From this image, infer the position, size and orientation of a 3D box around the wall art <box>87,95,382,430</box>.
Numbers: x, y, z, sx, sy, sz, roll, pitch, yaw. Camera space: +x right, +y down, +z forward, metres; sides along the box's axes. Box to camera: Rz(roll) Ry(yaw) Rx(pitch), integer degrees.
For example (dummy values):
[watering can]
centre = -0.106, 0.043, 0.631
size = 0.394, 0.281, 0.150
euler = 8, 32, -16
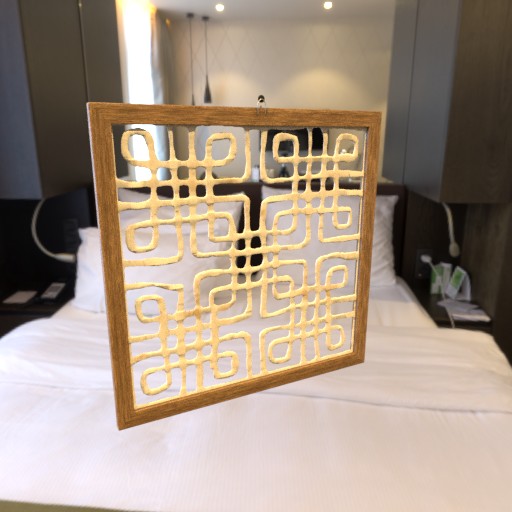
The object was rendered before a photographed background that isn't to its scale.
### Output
[wall art]
centre = 0.000, 0.000, 0.850
size = 0.561, 0.582, 0.021
euler = -7, 17, -26
